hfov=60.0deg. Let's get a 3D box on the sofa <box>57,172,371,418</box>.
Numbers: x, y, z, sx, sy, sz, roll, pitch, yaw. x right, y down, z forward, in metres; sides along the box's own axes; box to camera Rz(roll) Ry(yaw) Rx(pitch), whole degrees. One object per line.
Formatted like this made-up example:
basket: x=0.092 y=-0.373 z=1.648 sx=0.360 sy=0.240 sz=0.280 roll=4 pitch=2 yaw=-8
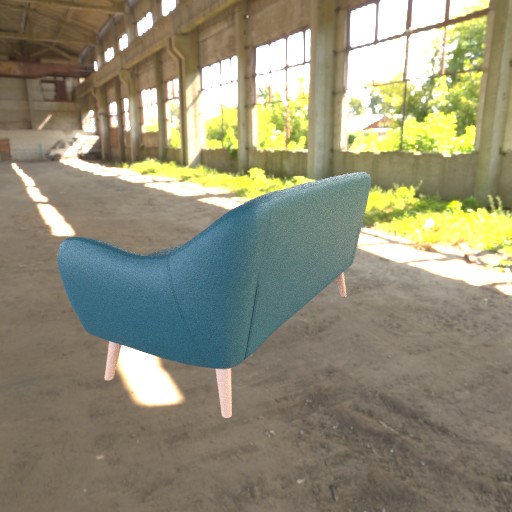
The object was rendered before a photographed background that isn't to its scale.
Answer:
sofa: x=0.000 y=0.000 z=2.327 sx=0.820 sy=0.836 sz=1.840 roll=7 pitch=16 yaw=27
